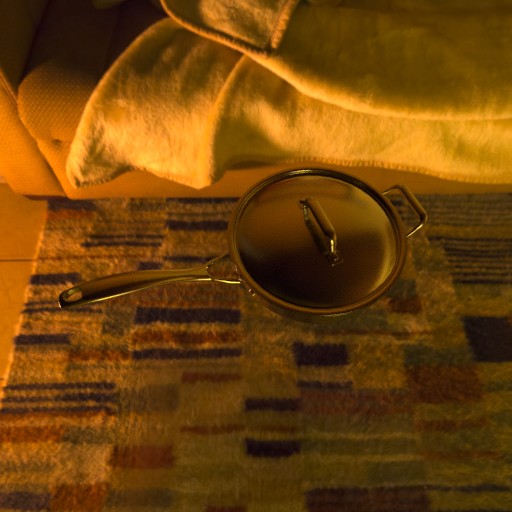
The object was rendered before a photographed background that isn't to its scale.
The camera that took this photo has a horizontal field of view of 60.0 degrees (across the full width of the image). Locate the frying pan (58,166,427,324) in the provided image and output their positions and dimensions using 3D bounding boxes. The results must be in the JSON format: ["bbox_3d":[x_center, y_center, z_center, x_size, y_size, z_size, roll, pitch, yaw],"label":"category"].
[{"bbox_3d":[0.000,0.000,0.679,0.561,0.114,0.280,-18,60,-11],"label":"frying pan"}]
